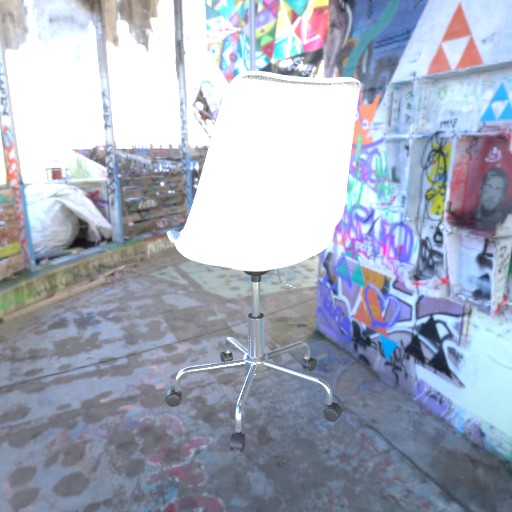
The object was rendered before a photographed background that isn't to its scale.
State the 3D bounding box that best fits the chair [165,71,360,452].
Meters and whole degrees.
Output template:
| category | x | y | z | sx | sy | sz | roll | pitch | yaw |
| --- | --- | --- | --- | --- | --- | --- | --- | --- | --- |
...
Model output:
| category | x | y | z | sx | sy | sz | roll | pitch | yaw |
| --- | --- | --- | --- | --- | --- | --- | --- | --- | --- |
| chair | 0.000 | 0.000 | 1.292 | 0.550 | 0.930 | 0.550 | -7 | 16 | -24 |
